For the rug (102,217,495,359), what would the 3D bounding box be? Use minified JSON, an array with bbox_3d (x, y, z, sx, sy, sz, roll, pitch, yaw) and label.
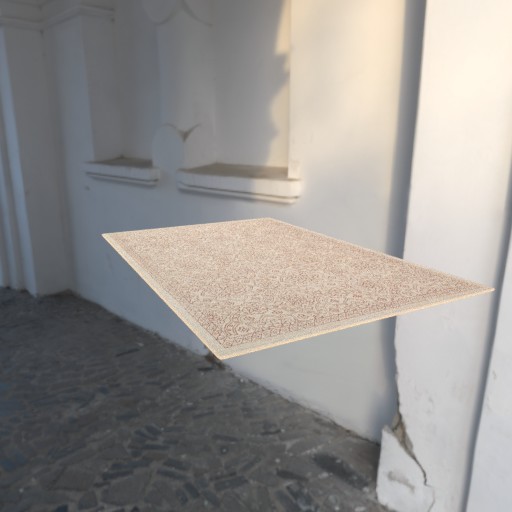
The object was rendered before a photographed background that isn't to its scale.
[{"bbox_3d":[0.000,0.000,2.290,1.219,0.010,1.829,-8,17,-27],"label":"rug"}]
